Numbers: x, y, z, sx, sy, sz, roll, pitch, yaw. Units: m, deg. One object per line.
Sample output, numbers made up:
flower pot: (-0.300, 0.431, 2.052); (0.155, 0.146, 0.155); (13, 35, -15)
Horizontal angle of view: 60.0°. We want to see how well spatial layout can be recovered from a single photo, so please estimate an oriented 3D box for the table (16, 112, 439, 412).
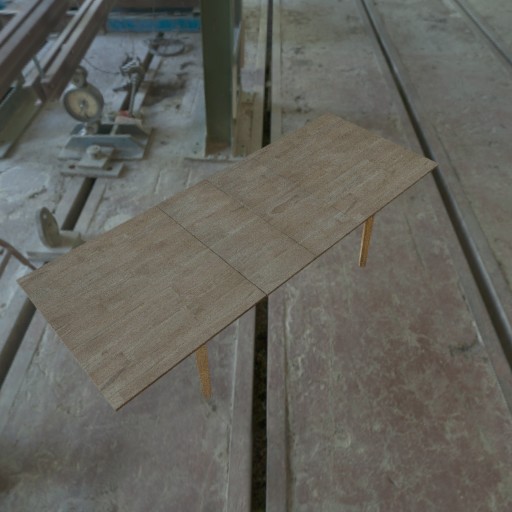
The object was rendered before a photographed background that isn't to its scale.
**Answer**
table: (0.000, 0.000, 3.017); (2.603, 0.752, 1.000); (-35, 55, -28)
